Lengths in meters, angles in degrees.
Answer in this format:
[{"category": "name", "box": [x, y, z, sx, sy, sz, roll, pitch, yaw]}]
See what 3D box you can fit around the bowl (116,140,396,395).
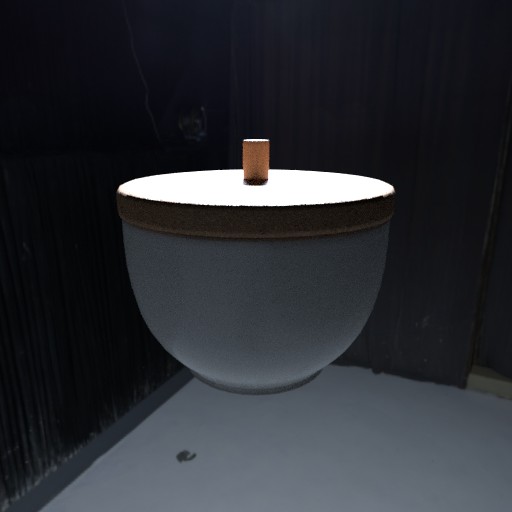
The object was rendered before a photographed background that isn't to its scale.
[{"category": "bowl", "box": [0.000, 0.000, 0.218, 0.126, 0.110, 0.126, 0, 16, 0]}]
